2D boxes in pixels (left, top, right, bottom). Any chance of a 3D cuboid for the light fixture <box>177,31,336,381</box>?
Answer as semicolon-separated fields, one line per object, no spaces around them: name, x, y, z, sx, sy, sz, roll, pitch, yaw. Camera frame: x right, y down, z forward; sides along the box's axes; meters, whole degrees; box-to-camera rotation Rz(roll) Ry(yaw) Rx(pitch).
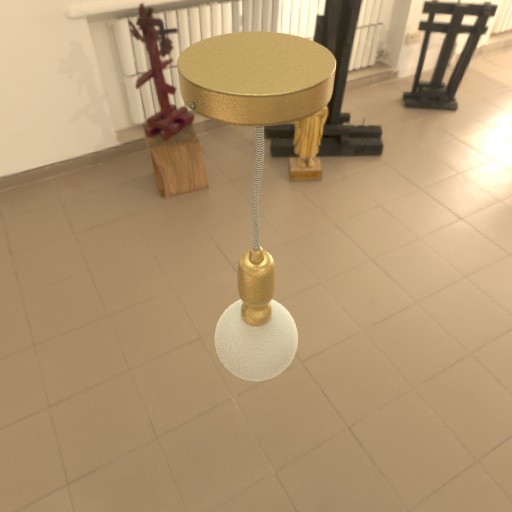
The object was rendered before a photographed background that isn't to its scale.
light fixture;0.000;0.000;0.584;0.147;0.510;0.146;-22;49;-20
